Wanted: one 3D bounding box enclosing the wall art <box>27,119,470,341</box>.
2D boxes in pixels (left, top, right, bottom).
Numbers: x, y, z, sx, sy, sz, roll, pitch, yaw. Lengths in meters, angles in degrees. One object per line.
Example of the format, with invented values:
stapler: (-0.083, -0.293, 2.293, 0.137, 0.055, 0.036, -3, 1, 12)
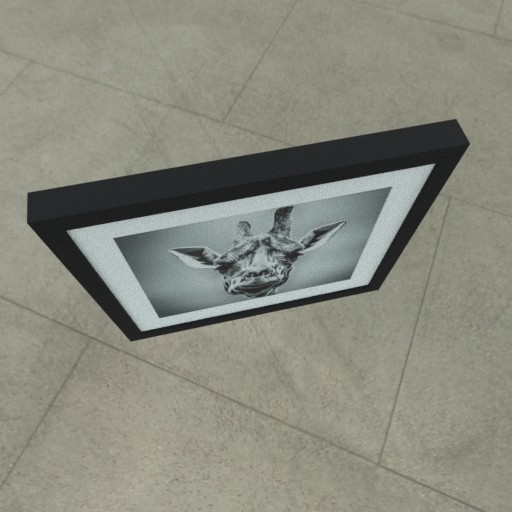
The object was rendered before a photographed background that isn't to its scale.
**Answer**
wall art: (0.000, 0.000, 0.525, 0.381, 0.330, 0.031, -11, 63, -6)
